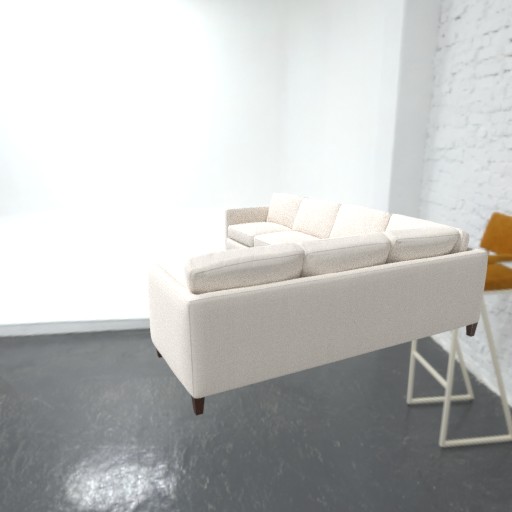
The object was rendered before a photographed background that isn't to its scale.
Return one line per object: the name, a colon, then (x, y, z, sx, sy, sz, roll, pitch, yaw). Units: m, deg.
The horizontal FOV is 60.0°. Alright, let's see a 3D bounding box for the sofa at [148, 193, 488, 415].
sofa: (0.000, 0.000, 4.463, 2.593, 0.947, 3.302, -7, 16, -26)
